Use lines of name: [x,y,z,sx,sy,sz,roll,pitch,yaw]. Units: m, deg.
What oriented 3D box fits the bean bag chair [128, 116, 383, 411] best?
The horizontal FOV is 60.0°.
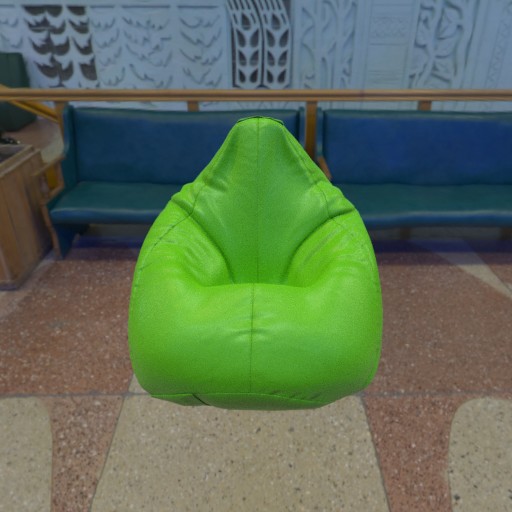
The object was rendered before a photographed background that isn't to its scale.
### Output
bean bag chair: [0.000,0.000,1.864,1.070,0.990,1.070,1,30,2]
